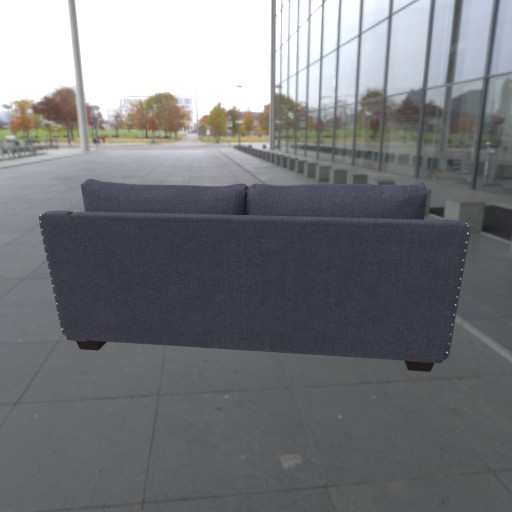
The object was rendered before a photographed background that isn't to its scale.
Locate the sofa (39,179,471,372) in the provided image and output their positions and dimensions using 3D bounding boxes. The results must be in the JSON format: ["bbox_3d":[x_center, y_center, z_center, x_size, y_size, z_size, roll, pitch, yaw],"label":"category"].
[{"bbox_3d":[0.000,0.000,3.315,2.550,1.196,1.336,2,15,7],"label":"sofa"}]
